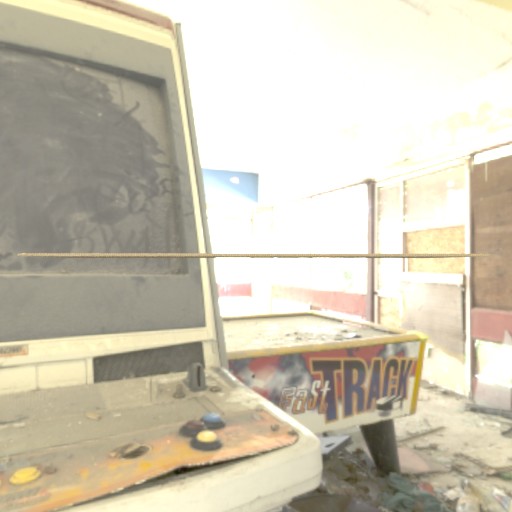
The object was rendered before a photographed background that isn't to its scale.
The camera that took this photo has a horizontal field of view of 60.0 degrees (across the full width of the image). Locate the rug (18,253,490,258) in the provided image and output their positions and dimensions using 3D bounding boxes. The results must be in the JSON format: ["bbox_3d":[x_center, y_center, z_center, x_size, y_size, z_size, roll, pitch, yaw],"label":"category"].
[{"bbox_3d":[0.000,0.000,2.465,2.276,0.014,0.678,0,-1,-2],"label":"rug"}]
